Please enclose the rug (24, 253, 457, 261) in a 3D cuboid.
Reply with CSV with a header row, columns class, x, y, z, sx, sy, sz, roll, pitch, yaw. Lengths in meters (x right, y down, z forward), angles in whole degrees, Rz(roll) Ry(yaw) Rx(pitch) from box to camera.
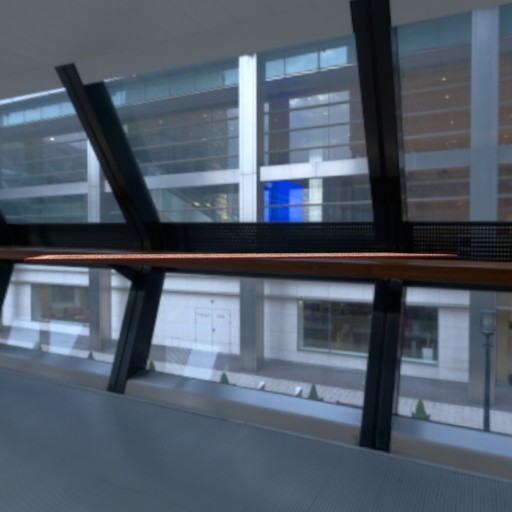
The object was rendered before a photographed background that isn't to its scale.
class,x,y,z,sx,sy,sz,roll,pitch,yaw
rug,0.000,0.000,2.543,2.292,0.015,0.659,0,1,-19
